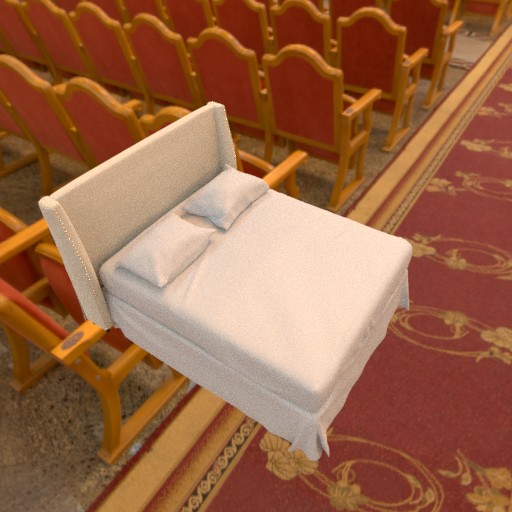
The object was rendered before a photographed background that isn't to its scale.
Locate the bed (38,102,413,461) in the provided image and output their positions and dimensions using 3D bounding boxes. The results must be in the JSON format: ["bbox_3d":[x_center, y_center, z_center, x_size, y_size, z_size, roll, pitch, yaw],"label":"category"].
[{"bbox_3d":[0.000,0.000,3.511,2.276,1.332,1.925,25,48,24],"label":"bed"}]
